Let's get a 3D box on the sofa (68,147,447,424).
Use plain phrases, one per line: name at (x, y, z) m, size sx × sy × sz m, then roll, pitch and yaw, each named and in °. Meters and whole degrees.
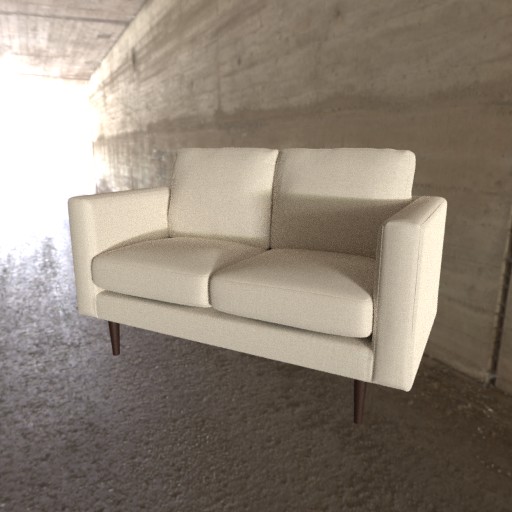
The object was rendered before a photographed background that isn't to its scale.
sofa at (0.000, 0.000, 1.910) m, size 1.430 × 0.908 × 0.796 m, roll 7°, pitch 15°, yaw 27°
